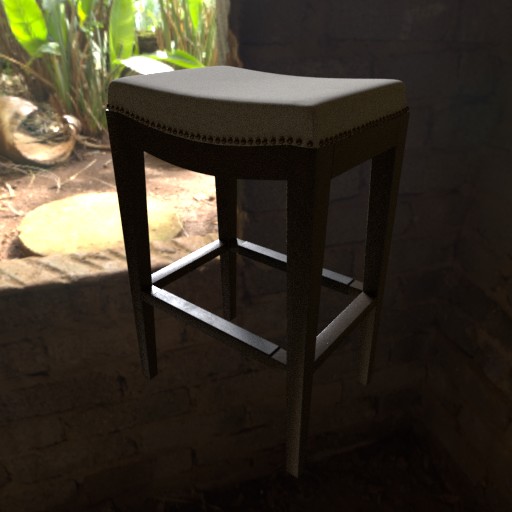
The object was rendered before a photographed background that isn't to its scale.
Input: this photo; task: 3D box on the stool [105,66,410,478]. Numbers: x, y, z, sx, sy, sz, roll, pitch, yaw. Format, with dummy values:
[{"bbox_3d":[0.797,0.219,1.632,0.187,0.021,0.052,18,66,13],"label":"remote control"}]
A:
[{"bbox_3d":[0.000,0.000,1.010,0.498,0.759,0.358,20,35,32],"label":"stool"}]
